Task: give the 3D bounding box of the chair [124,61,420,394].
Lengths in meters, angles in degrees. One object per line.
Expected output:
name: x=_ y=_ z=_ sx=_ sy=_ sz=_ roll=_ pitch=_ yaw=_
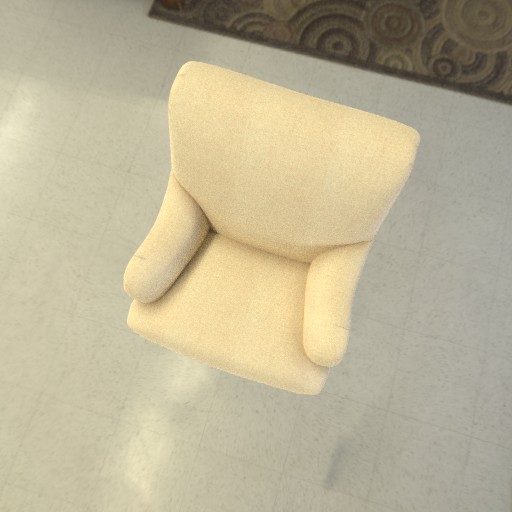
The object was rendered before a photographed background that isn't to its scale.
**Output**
chair: x=0.000 y=0.000 z=1.601 sx=0.766 sy=0.944 sz=0.842 roll=19 pitch=77 yaw=4
